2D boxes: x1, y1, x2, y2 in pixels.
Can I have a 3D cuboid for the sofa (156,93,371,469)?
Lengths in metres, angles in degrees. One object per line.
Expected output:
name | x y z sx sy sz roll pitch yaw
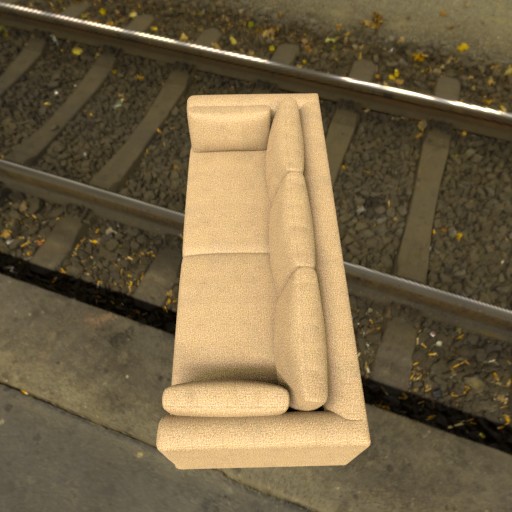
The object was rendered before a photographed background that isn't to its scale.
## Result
sofa | 0.000 0.000 2.868 0.969 0.867 2.415 -1 58 -1
